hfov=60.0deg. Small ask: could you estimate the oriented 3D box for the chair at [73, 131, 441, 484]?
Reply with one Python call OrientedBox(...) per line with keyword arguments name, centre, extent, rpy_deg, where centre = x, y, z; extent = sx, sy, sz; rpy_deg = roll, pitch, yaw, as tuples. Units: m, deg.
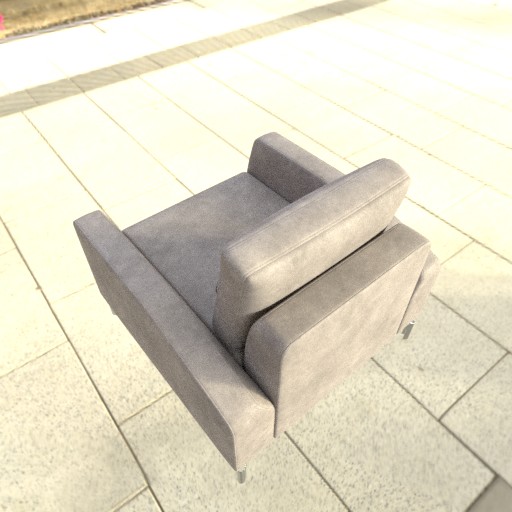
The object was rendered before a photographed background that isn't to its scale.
OrientedBox(name="chair", centre=(0.000, 0.000, 1.534), extent=(0.900, 0.800, 0.900), rpy_deg=(-31, 54, -26))
